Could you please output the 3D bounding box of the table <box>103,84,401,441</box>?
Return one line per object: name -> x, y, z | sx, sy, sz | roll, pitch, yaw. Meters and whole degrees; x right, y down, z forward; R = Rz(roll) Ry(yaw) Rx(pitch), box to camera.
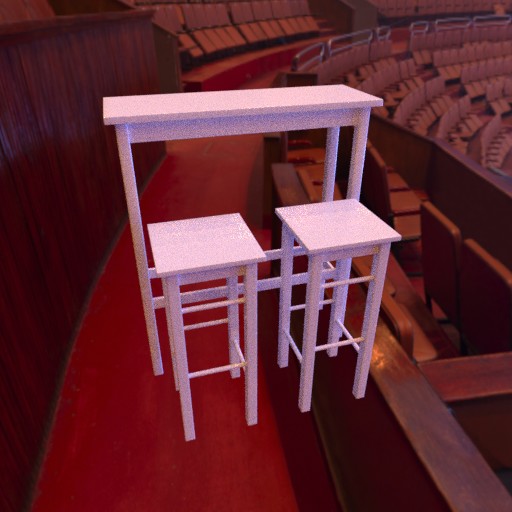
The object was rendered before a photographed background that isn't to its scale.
table -> 0.000, 0.000, 1.652 | 0.915, 1.065, 0.650 | -9, 31, -14
